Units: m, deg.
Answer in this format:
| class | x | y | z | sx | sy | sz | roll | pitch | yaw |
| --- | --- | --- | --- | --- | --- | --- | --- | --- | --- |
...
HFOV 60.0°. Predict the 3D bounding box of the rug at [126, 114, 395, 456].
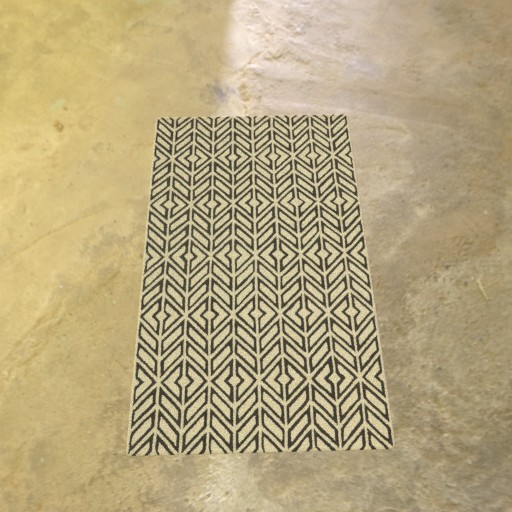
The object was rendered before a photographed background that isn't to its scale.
| class | x | y | z | sx | sy | sz | roll | pitch | yaw |
| --- | --- | --- | --- | --- | --- | --- | --- | --- | --- |
| rug | 0.000 | 0.000 | 3.006 | 1.523 | 0.008 | 2.438 | -1 | 65 | -1 |
